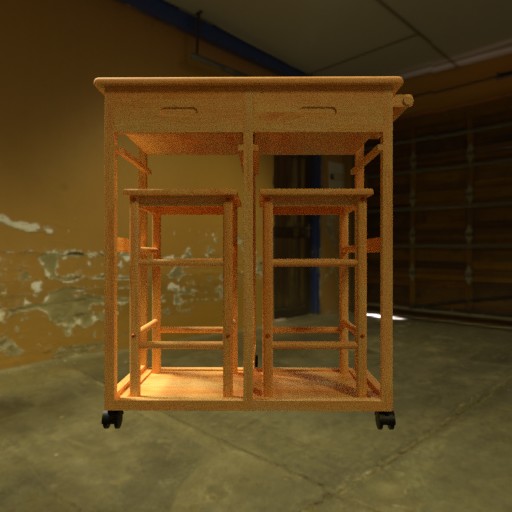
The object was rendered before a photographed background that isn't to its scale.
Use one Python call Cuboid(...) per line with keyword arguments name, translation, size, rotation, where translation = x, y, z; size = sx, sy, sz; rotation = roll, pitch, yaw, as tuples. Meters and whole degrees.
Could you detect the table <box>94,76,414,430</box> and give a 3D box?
Cuboid(name="table", translation=(0.000, 0.000, 1.372), size=(0.752, 0.832, 0.693), rotation=(0, 0, 1))
